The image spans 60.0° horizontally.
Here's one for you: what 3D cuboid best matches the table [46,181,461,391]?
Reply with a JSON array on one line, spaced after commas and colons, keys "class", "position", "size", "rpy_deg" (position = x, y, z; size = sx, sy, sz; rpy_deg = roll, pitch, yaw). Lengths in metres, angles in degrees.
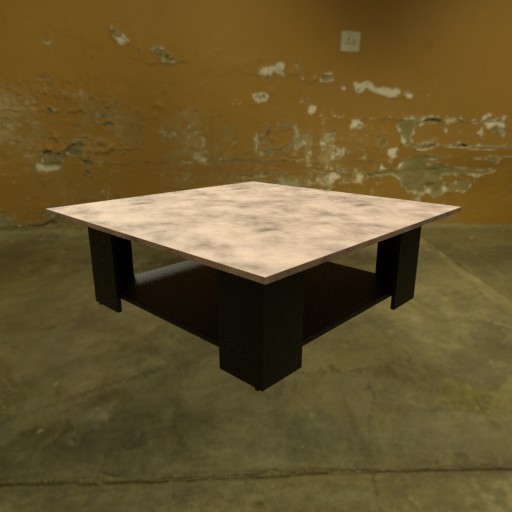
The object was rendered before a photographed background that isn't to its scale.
[{"class": "table", "position": [0.000, 0.000, 1.385], "size": [0.890, 0.305, 0.890], "rpy_deg": [15, 23, 41]}]
